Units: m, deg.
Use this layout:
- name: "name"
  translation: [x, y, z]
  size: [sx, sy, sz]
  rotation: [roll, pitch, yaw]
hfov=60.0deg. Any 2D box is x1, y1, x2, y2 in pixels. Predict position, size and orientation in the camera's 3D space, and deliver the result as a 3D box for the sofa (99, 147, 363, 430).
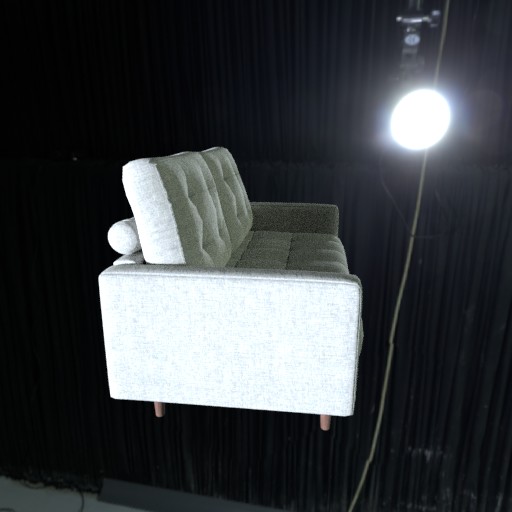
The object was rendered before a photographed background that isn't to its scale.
- name: "sofa"
  translation: [0.000, 0.000, 1.974]
  size: [0.842, 0.907, 1.407]
  rotation: [2, 16, 7]
